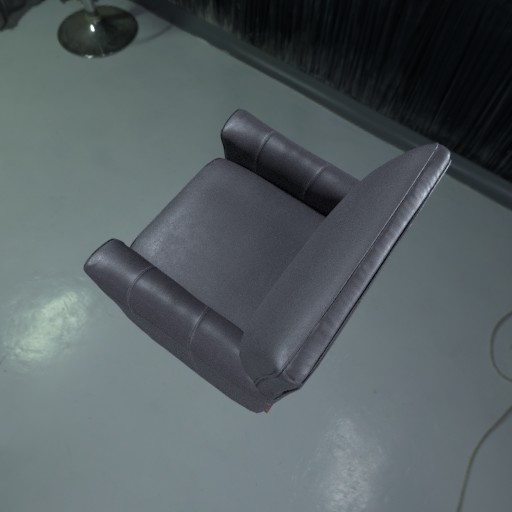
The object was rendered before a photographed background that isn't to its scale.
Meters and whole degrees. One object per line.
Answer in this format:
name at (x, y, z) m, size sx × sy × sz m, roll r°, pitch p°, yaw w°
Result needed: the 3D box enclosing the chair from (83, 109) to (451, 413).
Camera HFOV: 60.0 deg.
chair at (0.000, 0.000, 1.620) m, size 0.825 × 0.943 × 0.870 m, roll 33°, pitch 67°, yaw 16°
